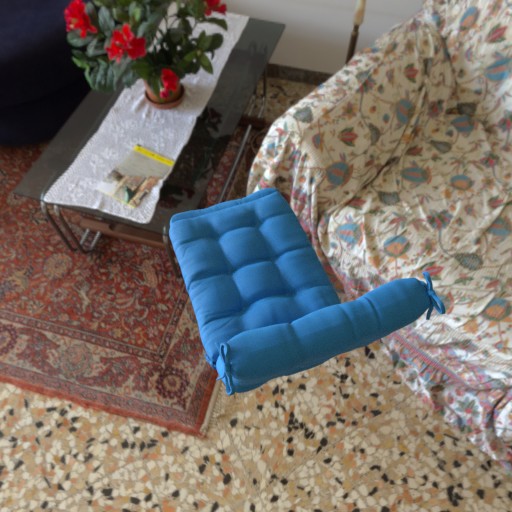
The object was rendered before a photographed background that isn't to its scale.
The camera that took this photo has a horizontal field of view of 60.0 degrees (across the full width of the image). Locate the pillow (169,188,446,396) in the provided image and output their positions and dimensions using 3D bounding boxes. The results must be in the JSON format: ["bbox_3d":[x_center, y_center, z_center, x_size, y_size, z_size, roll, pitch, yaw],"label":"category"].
[{"bbox_3d":[0.000,0.000,1.495,0.526,0.863,1.016,-17,60,-10],"label":"pillow"}]
